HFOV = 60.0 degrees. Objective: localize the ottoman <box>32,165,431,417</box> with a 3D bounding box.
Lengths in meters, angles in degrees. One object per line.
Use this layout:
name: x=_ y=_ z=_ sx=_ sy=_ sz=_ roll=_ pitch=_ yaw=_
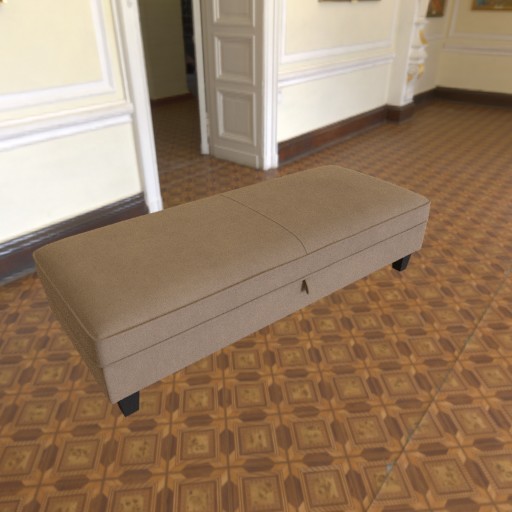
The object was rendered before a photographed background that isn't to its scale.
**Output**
ottoman: x=0.000 y=0.000 z=2.043 sx=1.726 sy=0.460 sz=0.735 roll=-21 pitch=36 yaw=-32
